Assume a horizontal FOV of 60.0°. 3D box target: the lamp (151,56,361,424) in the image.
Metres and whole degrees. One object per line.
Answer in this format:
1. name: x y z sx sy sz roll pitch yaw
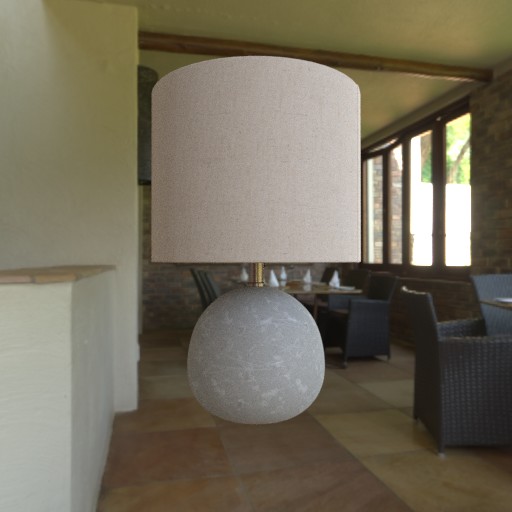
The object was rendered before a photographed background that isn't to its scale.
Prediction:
1. lamp: 0.000 0.000 0.586 0.269 0.409 0.269 0 0 35
